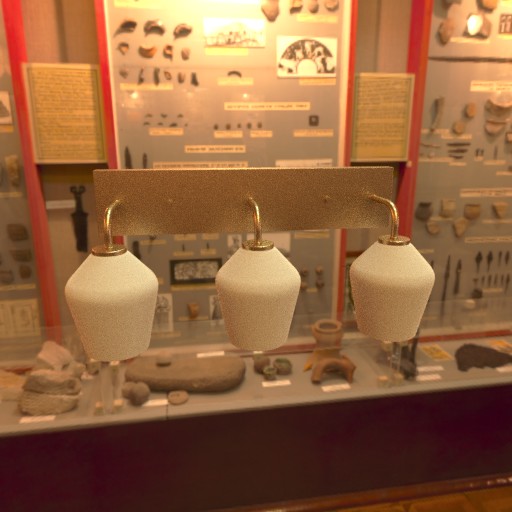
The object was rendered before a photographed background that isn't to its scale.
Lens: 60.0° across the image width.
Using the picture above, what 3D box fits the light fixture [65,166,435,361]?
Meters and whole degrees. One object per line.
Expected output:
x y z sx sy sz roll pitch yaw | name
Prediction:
0.000 0.000 0.752 0.609 0.280 0.190 -2 16 -8 | light fixture
